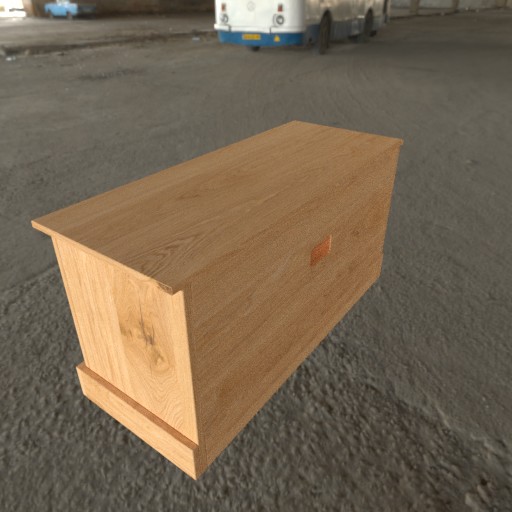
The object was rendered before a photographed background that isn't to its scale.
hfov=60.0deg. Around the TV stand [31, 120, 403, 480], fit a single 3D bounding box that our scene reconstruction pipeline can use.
[{"bbox_3d":[0.000,0.000,1.373,0.440,0.550,1.080,21,37,31],"label":"TV stand"}]
